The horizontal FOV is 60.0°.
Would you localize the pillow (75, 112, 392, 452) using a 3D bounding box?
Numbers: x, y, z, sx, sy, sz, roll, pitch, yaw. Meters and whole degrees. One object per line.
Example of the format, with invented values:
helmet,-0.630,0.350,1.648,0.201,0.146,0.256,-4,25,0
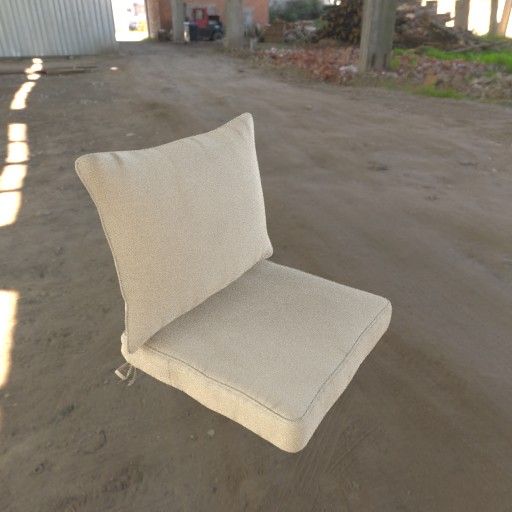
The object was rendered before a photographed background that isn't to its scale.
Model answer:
pillow,0.000,0.000,1.396,0.733,0.716,0.798,18,33,30
